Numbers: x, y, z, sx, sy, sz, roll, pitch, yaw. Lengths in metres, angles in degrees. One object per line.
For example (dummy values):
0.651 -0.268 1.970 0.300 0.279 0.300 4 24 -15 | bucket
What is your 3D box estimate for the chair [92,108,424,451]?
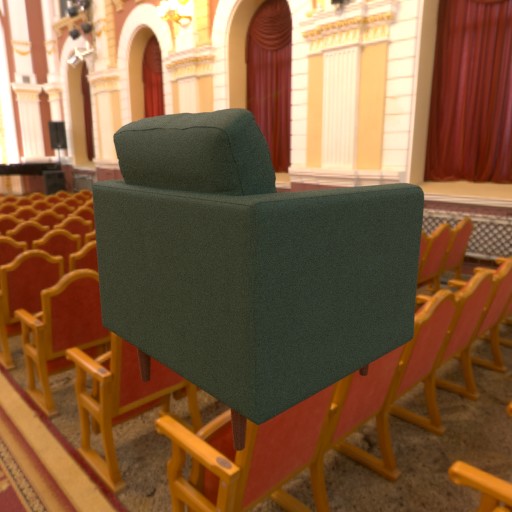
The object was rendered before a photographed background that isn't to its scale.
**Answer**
0.000 0.000 1.547 0.800 0.927 0.855 -12 18 -42 | chair
